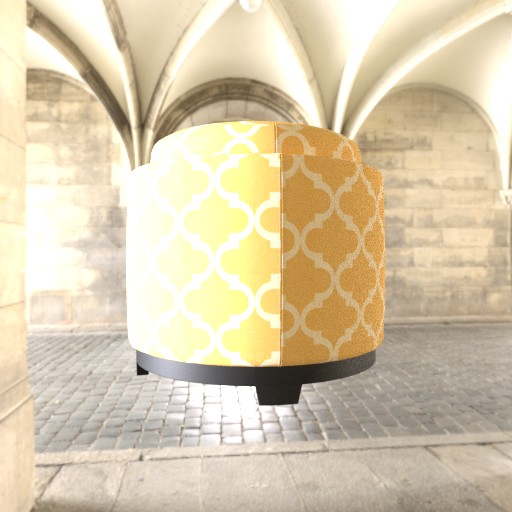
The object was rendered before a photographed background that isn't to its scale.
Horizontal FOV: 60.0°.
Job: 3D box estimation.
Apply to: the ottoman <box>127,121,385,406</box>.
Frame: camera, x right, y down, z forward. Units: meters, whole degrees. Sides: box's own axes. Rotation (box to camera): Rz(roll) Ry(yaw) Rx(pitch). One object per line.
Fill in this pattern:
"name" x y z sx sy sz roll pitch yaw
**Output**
"ottoman" 0.000 0.000 0.856 0.480 0.429 0.480 0 0 0
